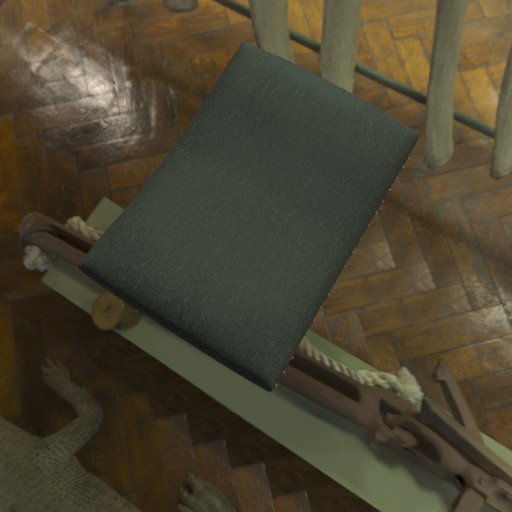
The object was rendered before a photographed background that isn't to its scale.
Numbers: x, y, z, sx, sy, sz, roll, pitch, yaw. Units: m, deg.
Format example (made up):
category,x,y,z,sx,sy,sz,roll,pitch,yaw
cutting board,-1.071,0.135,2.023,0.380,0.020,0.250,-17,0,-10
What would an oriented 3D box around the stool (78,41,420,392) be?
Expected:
category,x,y,z,sx,sy,sz,roll,pitch,yaw
stool,0.000,0.000,1.033,0.366,0.760,0.502,31,78,8
